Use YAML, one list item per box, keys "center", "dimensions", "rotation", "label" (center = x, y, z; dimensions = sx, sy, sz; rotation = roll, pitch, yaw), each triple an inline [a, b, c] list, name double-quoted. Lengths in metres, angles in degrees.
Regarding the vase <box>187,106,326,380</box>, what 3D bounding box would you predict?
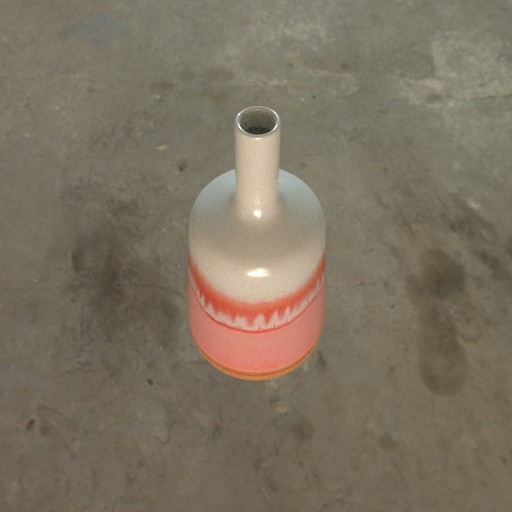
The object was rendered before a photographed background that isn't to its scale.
- center: [0.000, 0.000, 0.376]
  dimensions: [0.144, 0.296, 0.144]
  rotation: [0, 59, 0]
  label: "vase"
